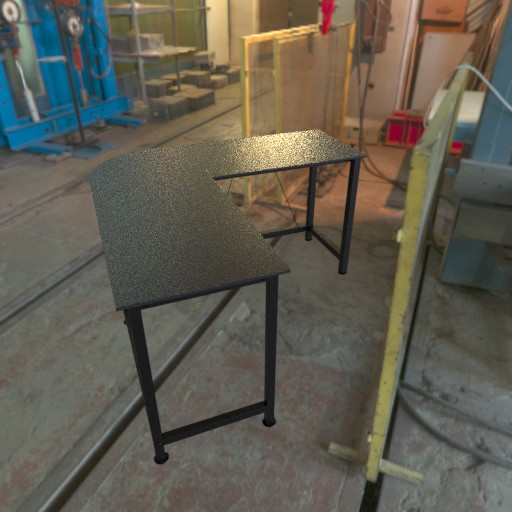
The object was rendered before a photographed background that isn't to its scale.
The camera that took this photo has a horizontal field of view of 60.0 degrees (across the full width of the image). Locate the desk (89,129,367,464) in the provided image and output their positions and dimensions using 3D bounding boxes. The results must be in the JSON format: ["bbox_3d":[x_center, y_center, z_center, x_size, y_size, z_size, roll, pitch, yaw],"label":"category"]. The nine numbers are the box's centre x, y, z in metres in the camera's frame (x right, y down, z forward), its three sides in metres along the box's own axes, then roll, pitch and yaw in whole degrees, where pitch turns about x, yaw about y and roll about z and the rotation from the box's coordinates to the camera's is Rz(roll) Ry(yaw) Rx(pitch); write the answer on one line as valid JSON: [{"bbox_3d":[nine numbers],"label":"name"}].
[{"bbox_3d":[0.000,0.000,2.213,1.400,0.762,1.400,-12,33,-18],"label":"desk"}]
